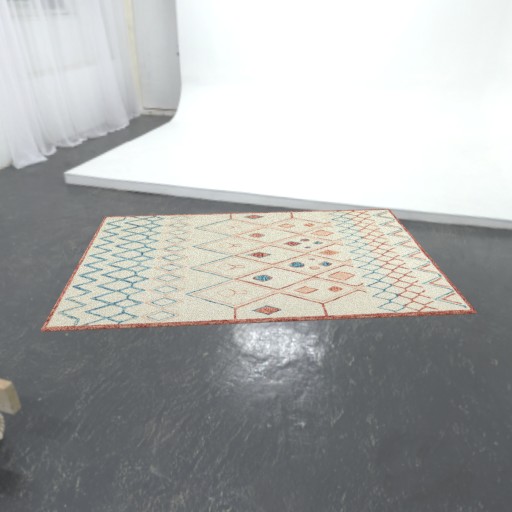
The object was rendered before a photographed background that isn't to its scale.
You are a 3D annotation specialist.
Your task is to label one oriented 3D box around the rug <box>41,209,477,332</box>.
[{"bbox_3d":[0.000,0.000,3.134,2.438,0.015,1.524,-2,29,-3],"label":"rug"}]
